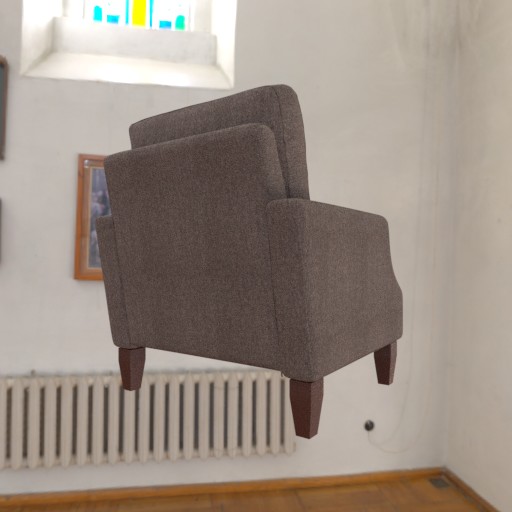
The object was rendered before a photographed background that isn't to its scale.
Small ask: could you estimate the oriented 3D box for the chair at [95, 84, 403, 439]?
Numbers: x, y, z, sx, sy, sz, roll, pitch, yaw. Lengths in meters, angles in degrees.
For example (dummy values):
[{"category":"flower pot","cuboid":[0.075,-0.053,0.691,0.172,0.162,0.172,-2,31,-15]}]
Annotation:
[{"category":"chair","cuboid":[0.000,0.000,1.668,0.855,0.993,0.897,0,0,36]}]
